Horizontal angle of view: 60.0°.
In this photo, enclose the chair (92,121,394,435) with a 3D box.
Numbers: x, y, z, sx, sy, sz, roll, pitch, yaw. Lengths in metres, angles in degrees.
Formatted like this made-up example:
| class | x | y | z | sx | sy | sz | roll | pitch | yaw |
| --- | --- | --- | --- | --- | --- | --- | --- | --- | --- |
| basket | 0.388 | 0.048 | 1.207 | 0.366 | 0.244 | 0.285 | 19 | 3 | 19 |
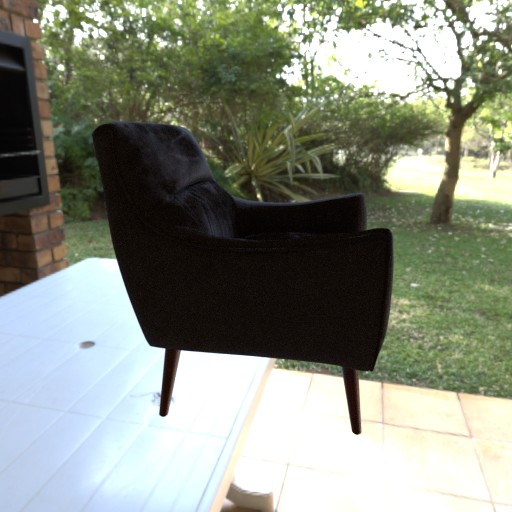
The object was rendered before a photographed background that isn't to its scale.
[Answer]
| class | x | y | z | sx | sy | sz | roll | pitch | yaw |
| --- | --- | --- | --- | --- | --- | --- | --- | --- | --- |
| chair | 0.000 | 0.000 | 1.455 | 0.787 | 0.838 | 0.762 | 2 | 15 | 8 |
